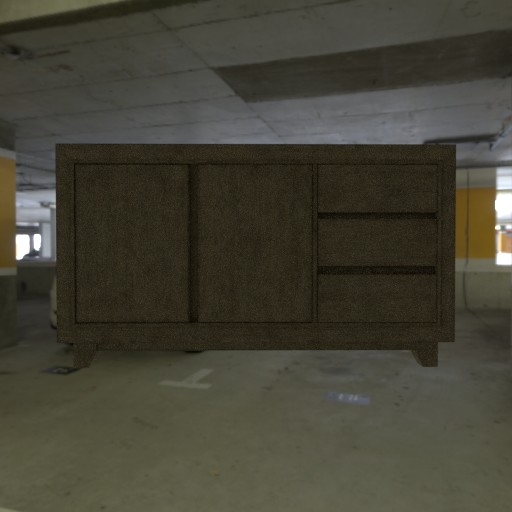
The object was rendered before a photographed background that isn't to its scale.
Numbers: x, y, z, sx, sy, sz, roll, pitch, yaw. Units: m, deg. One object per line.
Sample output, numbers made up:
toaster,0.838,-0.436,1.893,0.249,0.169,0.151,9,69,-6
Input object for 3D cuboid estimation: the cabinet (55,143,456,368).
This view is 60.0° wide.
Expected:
cabinet,0.000,0.000,1.869,1.460,0.825,0.511,0,1,-1
